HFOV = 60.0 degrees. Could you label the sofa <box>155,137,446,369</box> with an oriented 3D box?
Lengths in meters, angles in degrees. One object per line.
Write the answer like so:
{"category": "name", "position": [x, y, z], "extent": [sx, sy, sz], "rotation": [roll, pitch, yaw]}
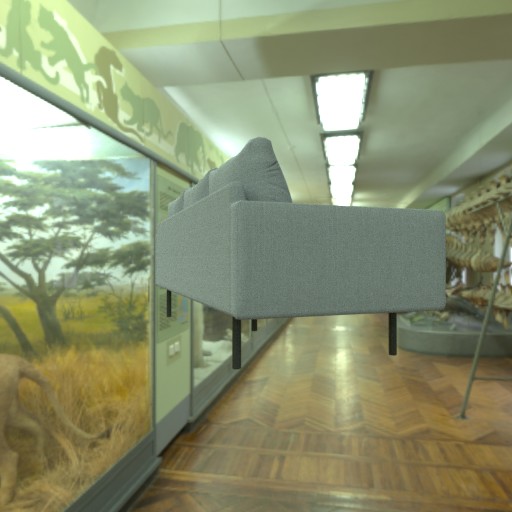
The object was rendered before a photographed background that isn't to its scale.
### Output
{"category": "sofa", "position": [0.000, 0.000, 2.463], "extent": [0.850, 0.830, 2.000], "rotation": [0, -1, -20]}
